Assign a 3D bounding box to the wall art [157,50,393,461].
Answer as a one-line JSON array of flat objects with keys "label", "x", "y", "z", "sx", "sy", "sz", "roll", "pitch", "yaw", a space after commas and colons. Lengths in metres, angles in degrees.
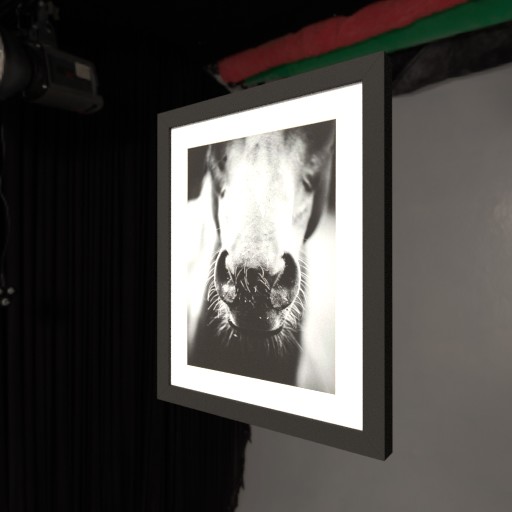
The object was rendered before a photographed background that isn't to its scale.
[{"label": "wall art", "x": 0.000, "y": 0.000, "z": 0.542, "sx": 0.329, "sy": 0.404, "sz": 0.024, "roll": 0, "pitch": 0, "yaw": 36}]
